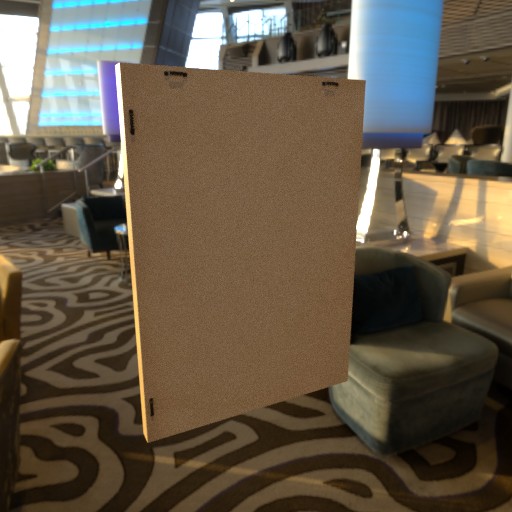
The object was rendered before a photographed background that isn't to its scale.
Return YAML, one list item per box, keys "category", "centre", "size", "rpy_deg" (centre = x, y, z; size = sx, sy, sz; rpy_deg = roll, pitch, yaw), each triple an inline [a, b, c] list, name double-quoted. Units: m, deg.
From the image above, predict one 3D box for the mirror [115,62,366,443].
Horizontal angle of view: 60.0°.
- category: "mirror"
  centre: [0.000, 0.000, 0.925]
  size: [0.507, 0.710, 0.039]
  rpy_deg: [-8, 17, -26]
